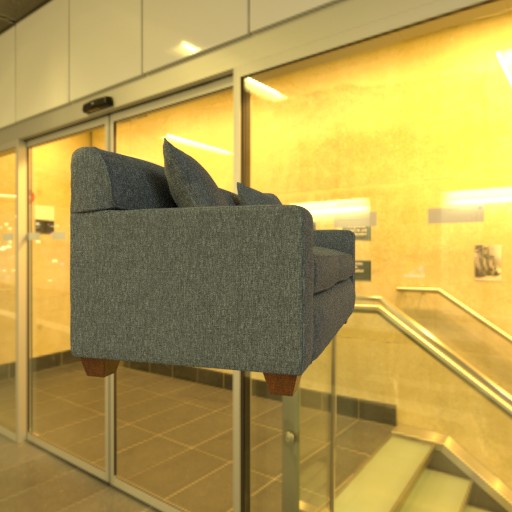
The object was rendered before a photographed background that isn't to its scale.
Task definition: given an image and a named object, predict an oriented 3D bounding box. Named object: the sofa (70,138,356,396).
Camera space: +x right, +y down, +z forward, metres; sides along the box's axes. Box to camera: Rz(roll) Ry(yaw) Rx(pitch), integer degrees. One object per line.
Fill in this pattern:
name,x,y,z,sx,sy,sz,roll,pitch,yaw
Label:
sofa,0.000,0.000,2.478,0.998,0.958,1.846,0,0,18
